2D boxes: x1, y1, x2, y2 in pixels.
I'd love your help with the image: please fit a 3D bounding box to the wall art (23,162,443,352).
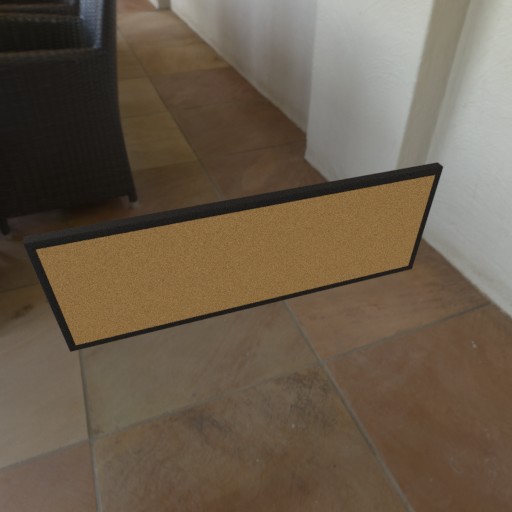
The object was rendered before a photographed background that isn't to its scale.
[{"bbox_3d":[0.000,0.000,1.787,1.572,0.554,0.041,-12,42,-14],"label":"wall art"}]
